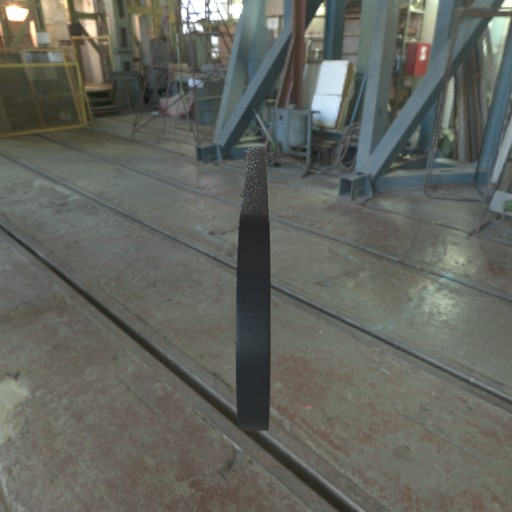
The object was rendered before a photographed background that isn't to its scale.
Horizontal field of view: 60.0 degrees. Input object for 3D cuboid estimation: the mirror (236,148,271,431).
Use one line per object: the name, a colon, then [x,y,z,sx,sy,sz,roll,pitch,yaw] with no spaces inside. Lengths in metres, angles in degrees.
mirror: [0.000,0.000,0.674,0.032,0.254,0.584,0,25,0]
